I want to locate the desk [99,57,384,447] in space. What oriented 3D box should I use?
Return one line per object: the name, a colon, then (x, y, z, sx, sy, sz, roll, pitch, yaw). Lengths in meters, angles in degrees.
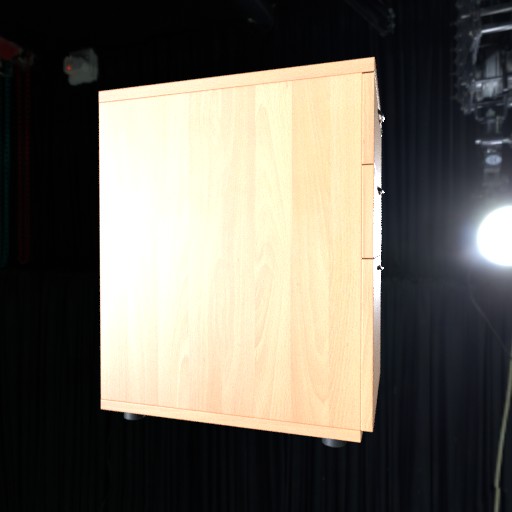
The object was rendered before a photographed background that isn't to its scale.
desk: (0.000, 0.000, 1.087, 0.600, 0.730, 0.404, 0, 1, 17)
